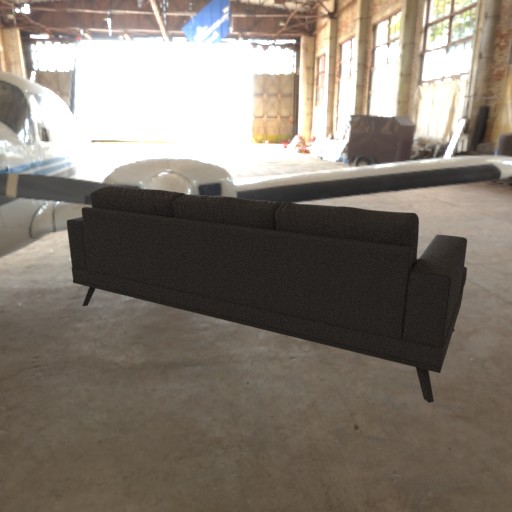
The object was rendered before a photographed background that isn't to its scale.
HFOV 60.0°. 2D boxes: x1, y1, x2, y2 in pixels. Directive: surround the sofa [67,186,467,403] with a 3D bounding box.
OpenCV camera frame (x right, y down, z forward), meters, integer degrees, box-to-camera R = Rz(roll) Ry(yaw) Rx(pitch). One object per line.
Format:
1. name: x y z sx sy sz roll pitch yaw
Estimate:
1. sofa: 0.000 0.000 2.725 2.310 0.810 0.920 9 19 28
